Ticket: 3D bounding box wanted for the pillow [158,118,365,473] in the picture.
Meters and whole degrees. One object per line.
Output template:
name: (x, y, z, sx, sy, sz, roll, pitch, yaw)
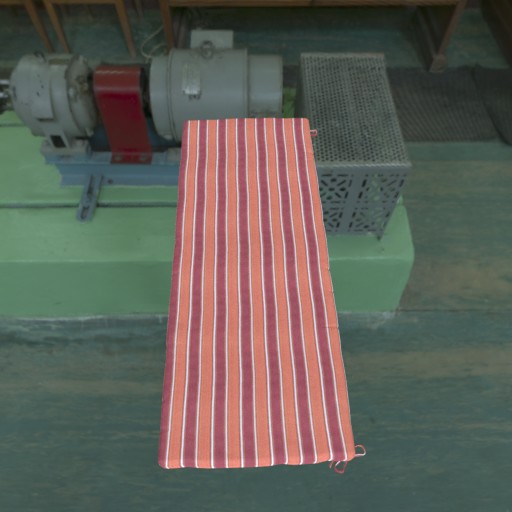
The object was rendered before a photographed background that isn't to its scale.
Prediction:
pillow: (0.000, 0.000, 1.332, 0.492, 0.081, 1.187, -2, 58, -1)
